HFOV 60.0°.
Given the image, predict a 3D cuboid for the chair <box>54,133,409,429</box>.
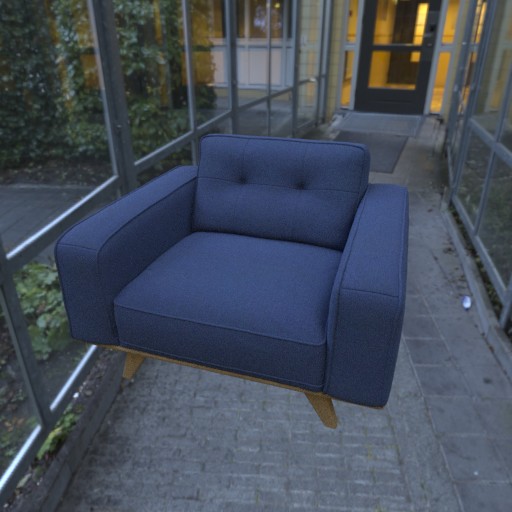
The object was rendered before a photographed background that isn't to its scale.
[{"bbox_3d":[0.000,0.000,1.744,1.118,0.783,0.953,8,28,16],"label":"chair"}]
